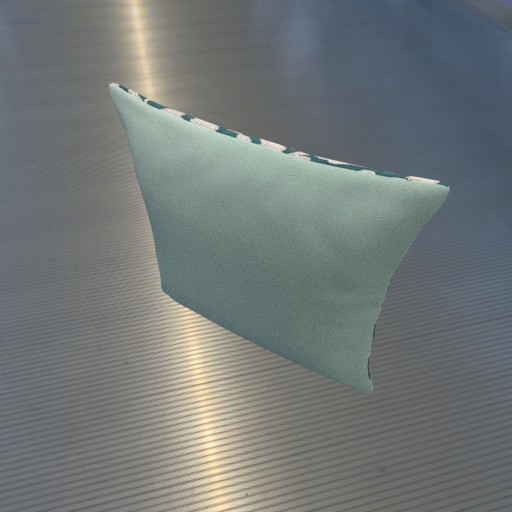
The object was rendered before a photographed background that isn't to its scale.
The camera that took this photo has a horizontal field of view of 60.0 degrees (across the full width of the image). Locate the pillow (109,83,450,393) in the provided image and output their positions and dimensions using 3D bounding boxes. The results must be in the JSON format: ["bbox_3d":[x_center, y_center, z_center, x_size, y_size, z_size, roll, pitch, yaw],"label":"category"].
[{"bbox_3d":[0.000,0.000,0.781,0.525,0.508,0.166,23,50,21],"label":"pillow"}]
